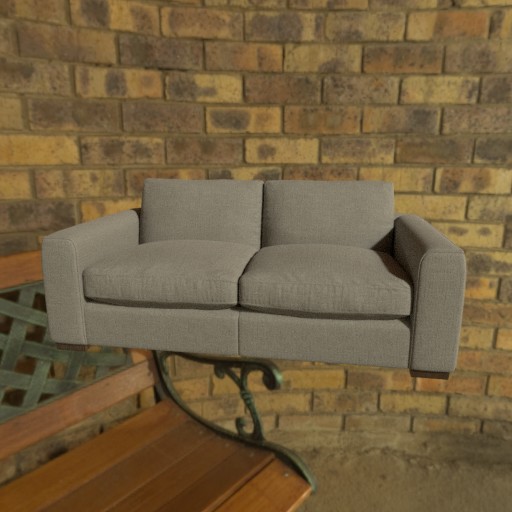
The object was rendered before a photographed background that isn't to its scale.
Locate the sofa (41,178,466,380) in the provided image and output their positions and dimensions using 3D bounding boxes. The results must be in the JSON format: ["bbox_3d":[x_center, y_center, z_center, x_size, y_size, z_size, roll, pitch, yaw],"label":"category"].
[{"bbox_3d":[0.000,0.000,2.443,1.920,0.800,1.069,2,14,9],"label":"sofa"}]
